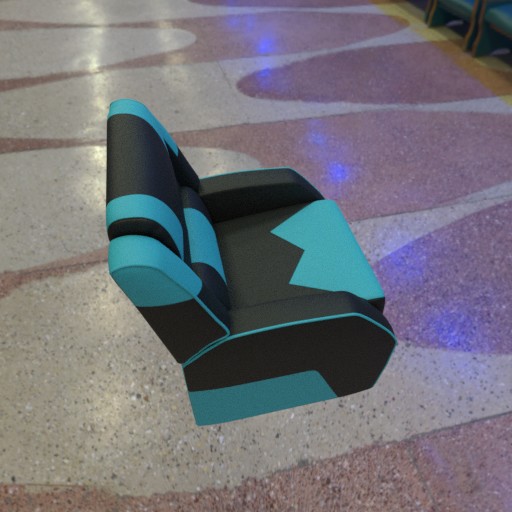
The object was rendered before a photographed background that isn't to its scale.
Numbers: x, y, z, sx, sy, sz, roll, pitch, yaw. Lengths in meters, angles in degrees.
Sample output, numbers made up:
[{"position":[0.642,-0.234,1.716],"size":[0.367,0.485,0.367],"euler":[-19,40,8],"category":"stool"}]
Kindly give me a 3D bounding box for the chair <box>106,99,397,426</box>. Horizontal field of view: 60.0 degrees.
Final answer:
[{"position":[0.000,0.000,1.282],"size":[0.672,0.805,0.620],"euler":[-9,48,-9],"category":"chair"}]
